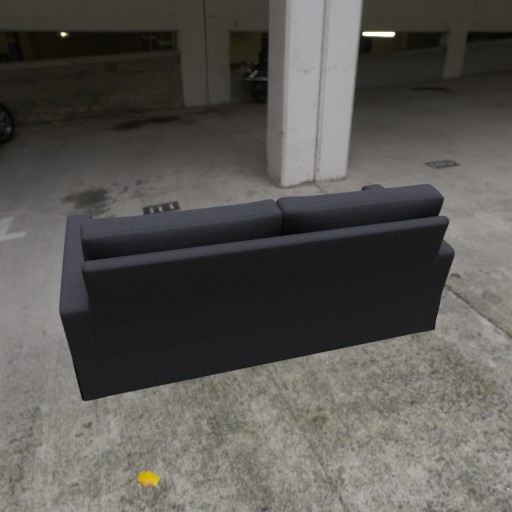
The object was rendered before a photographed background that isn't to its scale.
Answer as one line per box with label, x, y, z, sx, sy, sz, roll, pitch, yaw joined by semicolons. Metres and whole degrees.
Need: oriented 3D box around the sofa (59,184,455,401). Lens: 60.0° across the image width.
sofa;0.000;0.000;2.340;1.852;0.839;0.898;-8;28;-15
